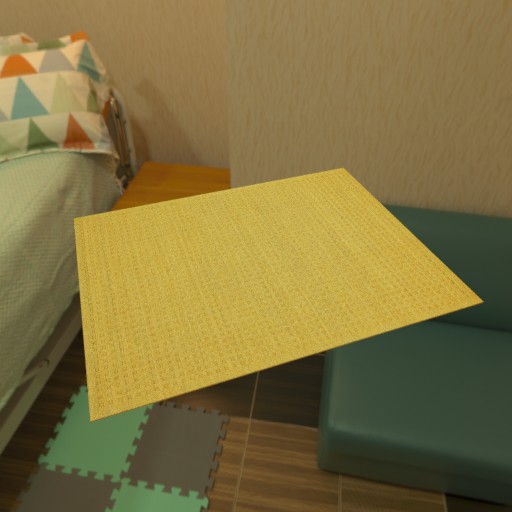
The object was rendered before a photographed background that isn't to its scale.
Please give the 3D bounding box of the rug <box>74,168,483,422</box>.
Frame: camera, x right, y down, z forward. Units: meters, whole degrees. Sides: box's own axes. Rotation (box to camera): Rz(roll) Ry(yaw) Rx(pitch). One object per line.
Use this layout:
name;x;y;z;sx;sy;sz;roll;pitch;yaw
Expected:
rug;0.000;0.000;4.269;3.242;0.015;2.486;-13;42;-15
